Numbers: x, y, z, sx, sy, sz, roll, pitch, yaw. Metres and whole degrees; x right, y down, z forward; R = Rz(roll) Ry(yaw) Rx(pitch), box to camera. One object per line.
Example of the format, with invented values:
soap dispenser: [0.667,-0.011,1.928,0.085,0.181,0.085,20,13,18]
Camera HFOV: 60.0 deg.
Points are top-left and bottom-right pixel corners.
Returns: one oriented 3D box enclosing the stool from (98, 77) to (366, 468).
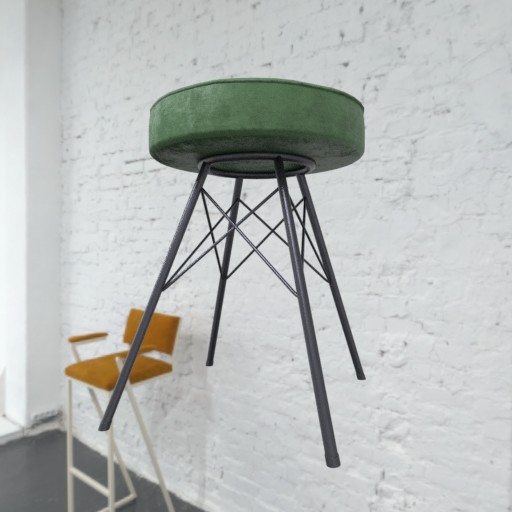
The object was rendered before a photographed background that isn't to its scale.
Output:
stool: [0.000,0.000,0.904,0.430,0.595,0.457,0,1,19]
